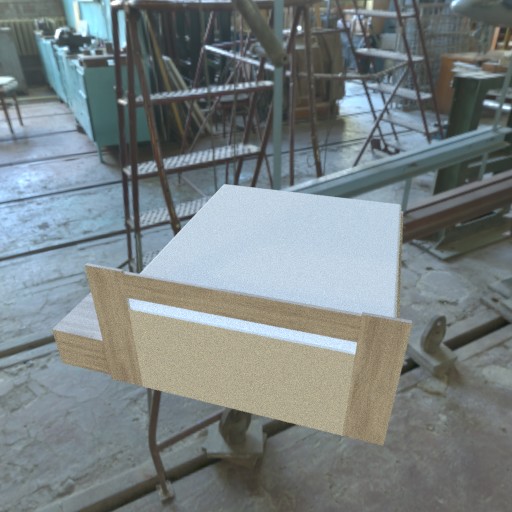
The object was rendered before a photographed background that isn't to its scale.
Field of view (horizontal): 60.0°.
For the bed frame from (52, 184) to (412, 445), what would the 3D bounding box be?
[{"bbox_3d":[0.000,0.000,3.251,2.040,0.860,2.050,9,32,14],"label":"bed frame"}]
